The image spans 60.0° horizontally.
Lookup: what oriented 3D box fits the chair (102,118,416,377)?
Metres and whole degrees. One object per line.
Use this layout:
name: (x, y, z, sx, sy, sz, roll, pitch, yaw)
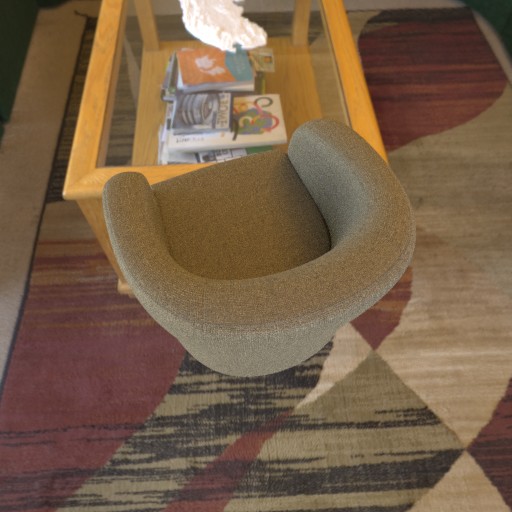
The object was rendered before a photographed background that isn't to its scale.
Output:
chair: (0.000, 0.000, 1.439, 0.791, 0.771, 0.815, -18, 61, -10)
